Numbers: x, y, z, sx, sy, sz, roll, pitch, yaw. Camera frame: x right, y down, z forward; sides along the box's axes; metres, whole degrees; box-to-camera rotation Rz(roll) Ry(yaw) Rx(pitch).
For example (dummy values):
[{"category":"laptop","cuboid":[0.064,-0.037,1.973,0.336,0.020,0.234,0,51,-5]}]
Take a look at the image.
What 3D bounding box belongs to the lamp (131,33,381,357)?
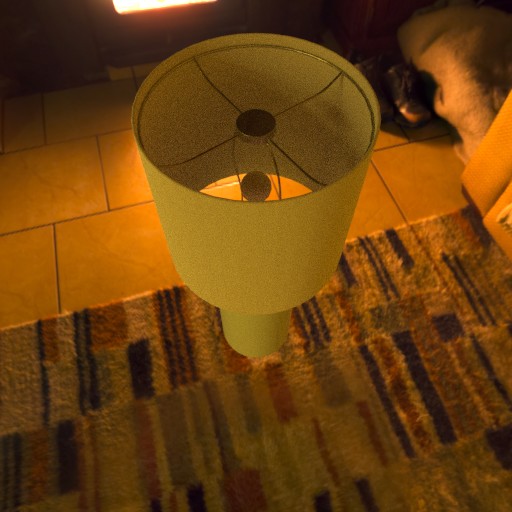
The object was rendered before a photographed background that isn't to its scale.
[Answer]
[{"category":"lamp","cuboid":[0.000,0.000,0.589,0.212,0.493,0.212,-32,64,-18]}]
